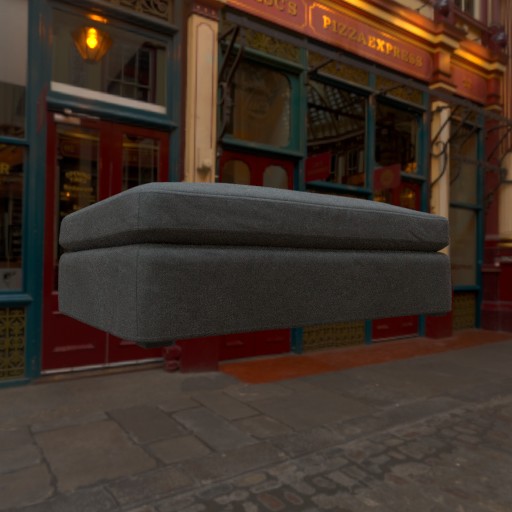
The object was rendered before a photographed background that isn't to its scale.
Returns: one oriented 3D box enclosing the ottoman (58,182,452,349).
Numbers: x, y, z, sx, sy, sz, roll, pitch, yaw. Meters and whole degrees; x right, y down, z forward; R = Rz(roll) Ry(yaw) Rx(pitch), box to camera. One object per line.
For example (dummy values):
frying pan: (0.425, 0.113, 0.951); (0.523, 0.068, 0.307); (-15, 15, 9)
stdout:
ottoman: (0.000, 0.000, 1.600); (1.199, 0.429, 0.840); (1, -1, -35)
